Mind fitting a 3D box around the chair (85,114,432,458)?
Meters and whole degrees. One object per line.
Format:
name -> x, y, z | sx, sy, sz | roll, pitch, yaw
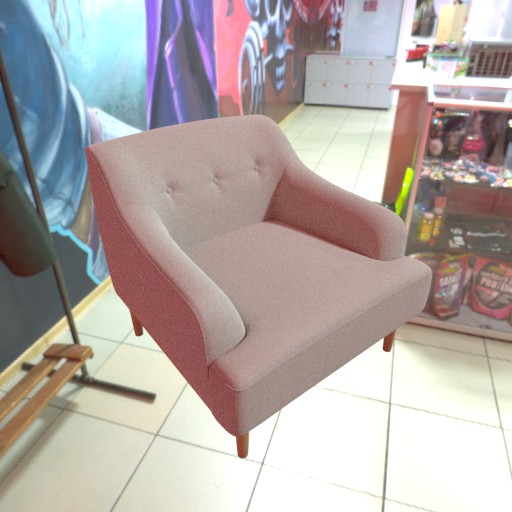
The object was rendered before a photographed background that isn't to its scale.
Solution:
chair -> 0.000, 0.000, 1.653 | 0.946, 0.818, 0.951 | -23, 37, -34
